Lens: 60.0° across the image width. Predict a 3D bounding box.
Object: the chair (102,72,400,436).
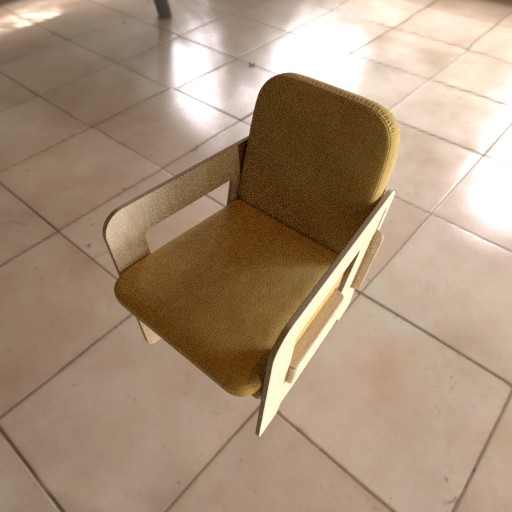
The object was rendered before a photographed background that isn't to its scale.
[{"bbox_3d":[0.000,0.000,1.310,0.590,0.800,0.710,32,55,25],"label":"chair"}]
